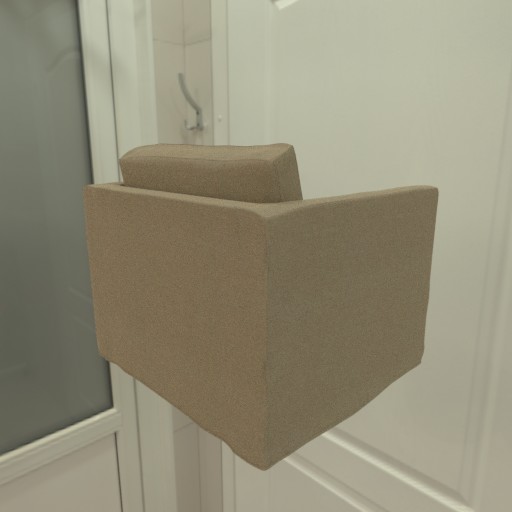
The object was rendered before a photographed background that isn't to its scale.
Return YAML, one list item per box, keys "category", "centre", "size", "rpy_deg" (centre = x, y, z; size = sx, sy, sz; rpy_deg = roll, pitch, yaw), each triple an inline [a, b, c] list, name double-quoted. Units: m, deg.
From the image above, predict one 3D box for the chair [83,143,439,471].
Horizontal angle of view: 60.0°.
- category: "chair"
  centre: [0.000, 0.000, 1.754]
  size: [0.949, 0.863, 1.057]
  rpy_deg: [-13, 19, -42]
